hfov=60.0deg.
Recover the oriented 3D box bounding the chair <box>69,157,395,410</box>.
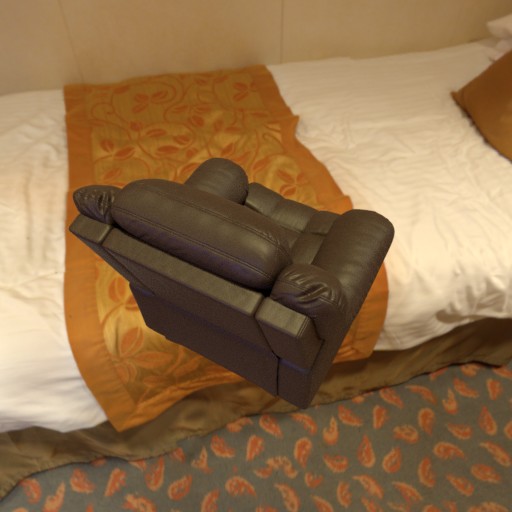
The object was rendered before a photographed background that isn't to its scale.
[{"bbox_3d":[0.000,0.000,1.738,0.899,1.009,0.934,23,52,19],"label":"chair"}]
